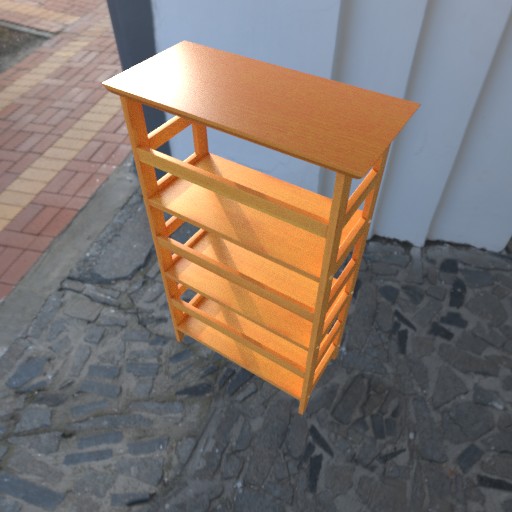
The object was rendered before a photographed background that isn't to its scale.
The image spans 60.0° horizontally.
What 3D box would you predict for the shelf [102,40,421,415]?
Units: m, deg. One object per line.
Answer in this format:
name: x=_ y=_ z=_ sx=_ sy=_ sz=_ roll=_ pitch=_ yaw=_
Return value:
shelf: x=0.000 y=0.000 z=1.387 sx=0.660 sy=1.067 sz=0.305 roll=25 pitch=51 yaw=22
